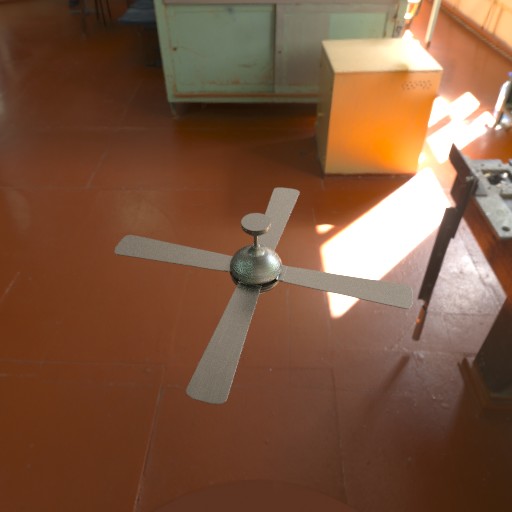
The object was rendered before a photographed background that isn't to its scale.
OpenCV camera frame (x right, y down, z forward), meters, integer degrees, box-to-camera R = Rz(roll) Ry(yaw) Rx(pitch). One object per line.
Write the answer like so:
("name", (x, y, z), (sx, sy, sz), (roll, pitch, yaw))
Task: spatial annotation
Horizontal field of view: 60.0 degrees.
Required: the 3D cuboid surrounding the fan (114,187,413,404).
("fan", (0.000, 0.000, 1.970), (1.321, 0.381, 1.321), (25, 47, 26))
